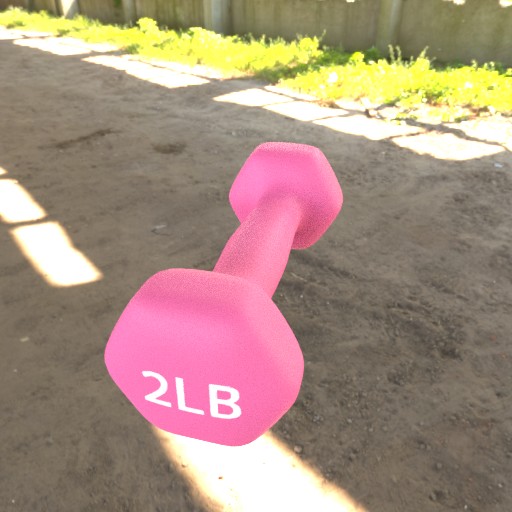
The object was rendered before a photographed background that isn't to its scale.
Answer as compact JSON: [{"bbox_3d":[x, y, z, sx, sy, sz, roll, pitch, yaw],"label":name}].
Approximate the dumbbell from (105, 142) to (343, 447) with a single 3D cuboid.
[{"bbox_3d":[0.000,0.000,0.176,0.058,0.053,0.146,8,33,13],"label":"dumbbell"}]
